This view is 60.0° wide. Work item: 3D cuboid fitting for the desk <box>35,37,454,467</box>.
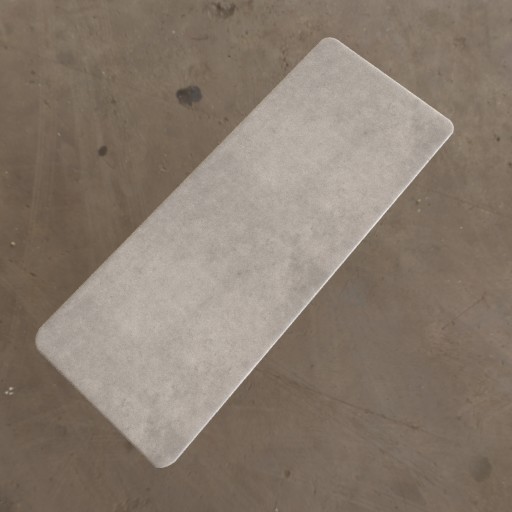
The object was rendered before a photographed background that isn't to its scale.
[{"bbox_3d":[0.000,0.000,1.739,0.550,0.755,1.400,40,79,9],"label":"desk"}]
